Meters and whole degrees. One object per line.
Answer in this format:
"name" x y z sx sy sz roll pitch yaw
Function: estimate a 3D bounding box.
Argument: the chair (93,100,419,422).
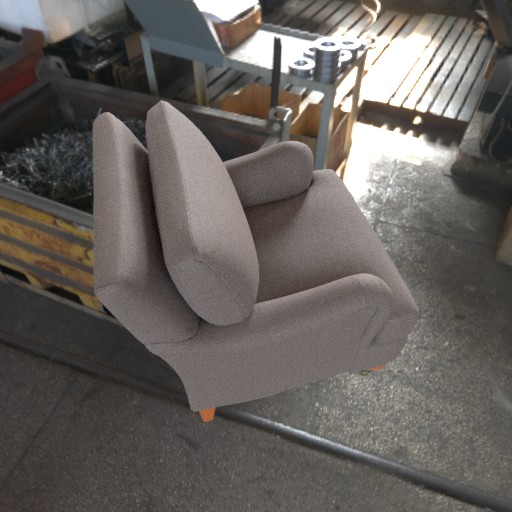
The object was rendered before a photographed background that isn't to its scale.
"chair" 0.000 0.000 1.827 1.070 1.038 0.955 -11 49 -9
